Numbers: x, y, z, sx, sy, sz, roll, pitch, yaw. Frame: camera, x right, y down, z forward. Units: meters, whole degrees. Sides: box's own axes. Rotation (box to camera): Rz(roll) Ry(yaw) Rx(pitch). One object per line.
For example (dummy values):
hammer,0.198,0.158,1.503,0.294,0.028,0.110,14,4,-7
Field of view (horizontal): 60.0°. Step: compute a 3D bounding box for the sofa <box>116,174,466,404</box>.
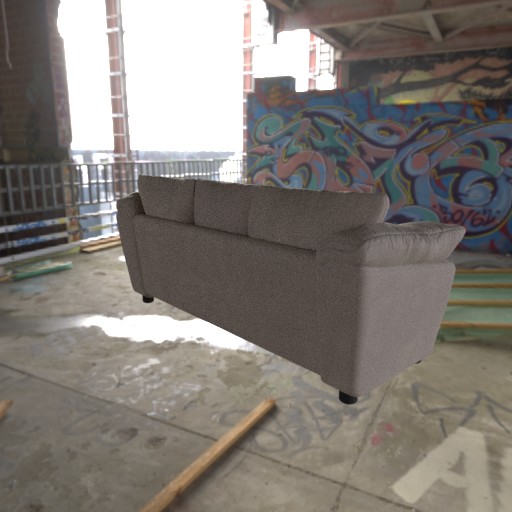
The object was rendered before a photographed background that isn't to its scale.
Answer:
sofa,0.000,0.000,2.893,0.878,0.996,2.334,-12,18,-41
